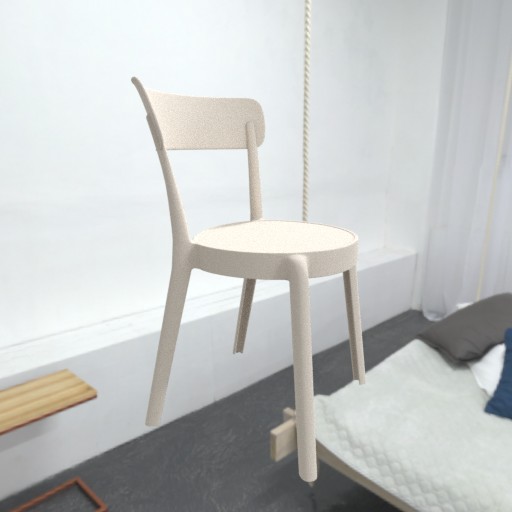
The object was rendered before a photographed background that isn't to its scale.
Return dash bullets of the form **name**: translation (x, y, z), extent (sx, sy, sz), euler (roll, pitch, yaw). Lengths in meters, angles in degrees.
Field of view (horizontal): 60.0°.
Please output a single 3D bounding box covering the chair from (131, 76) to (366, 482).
- **chair**: translation (0.000, 0.000, 1.094), extent (0.491, 0.790, 0.506), euler (7, 16, 26)
